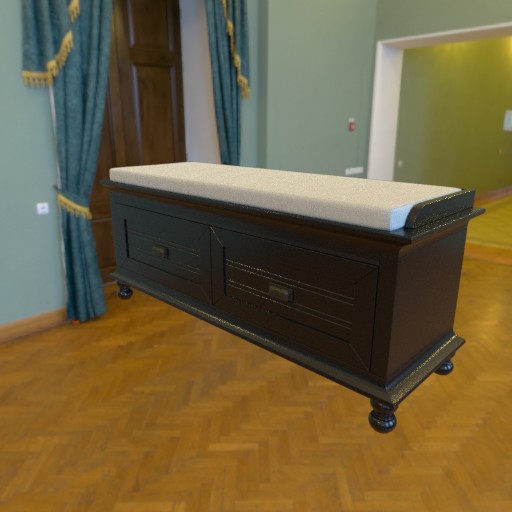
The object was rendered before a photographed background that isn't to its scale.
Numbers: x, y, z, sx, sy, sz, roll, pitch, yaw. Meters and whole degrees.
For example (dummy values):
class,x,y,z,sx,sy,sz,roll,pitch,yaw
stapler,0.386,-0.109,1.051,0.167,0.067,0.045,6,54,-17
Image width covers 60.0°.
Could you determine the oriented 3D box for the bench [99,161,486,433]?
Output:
class,x,y,z,sx,sy,sz,roll,pitch,yaw
bench,0.000,0.000,1.403,1.185,0.501,0.402,16,23,42
